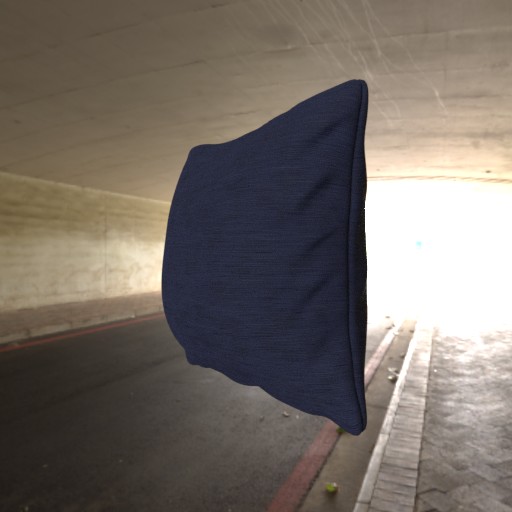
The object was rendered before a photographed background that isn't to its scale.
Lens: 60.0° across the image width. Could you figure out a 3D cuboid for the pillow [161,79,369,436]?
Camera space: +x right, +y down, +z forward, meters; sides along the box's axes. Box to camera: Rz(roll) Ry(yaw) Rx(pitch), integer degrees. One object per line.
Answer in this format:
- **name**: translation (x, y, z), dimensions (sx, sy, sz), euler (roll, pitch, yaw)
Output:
- **pillow**: translation (0.000, 0.000, 0.681), dimensions (0.246, 0.414, 0.432), euler (0, 0, -35)
